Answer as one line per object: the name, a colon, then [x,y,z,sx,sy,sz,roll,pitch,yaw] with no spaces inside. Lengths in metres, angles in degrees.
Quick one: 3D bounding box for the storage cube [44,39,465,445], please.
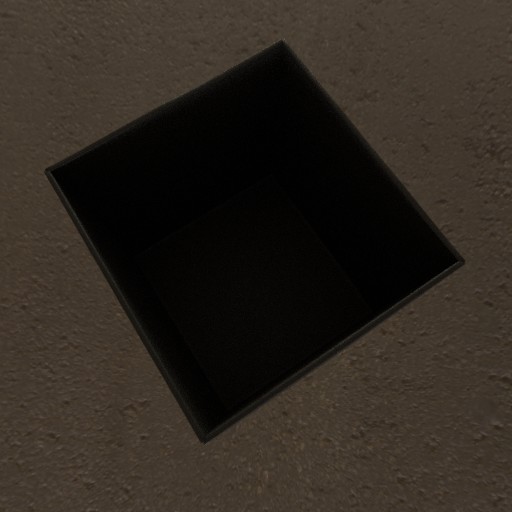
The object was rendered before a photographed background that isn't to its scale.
storage cube: [0.000,0.000,0.506,0.270,0.280,0.270,-32,77,-9]
